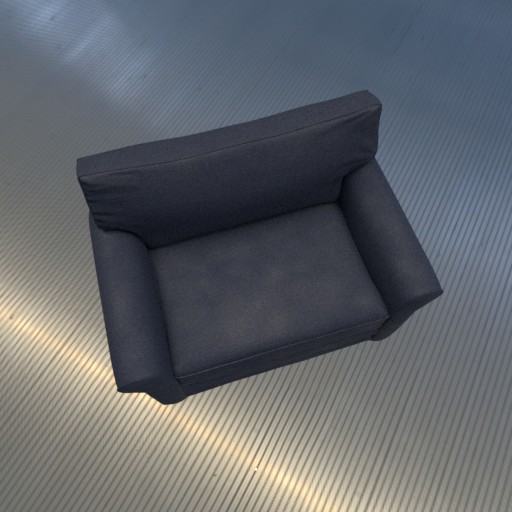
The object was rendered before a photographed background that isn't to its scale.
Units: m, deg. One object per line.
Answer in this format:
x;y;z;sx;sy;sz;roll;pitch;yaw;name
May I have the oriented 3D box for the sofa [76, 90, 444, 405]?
0.000;0.000;2.078;1.405;1.004;0.938;-15;65;-7;sofa
